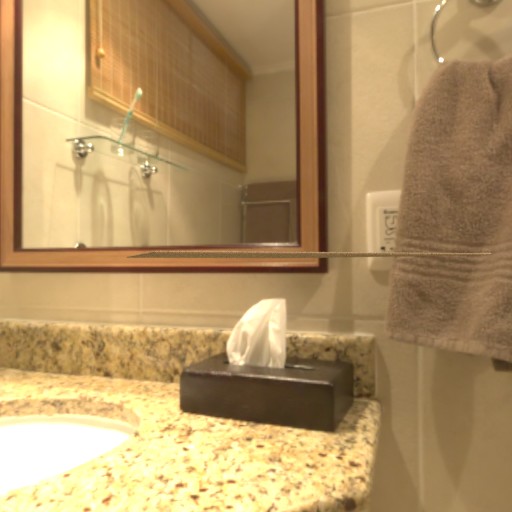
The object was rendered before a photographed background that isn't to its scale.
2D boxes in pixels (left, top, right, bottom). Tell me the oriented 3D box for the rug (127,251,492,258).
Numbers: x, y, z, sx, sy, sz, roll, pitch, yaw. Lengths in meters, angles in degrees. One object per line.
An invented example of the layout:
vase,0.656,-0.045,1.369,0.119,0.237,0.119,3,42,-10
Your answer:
rug,0.000,0.000,2.316,1.236,0.009,1.839,0,-1,-19
